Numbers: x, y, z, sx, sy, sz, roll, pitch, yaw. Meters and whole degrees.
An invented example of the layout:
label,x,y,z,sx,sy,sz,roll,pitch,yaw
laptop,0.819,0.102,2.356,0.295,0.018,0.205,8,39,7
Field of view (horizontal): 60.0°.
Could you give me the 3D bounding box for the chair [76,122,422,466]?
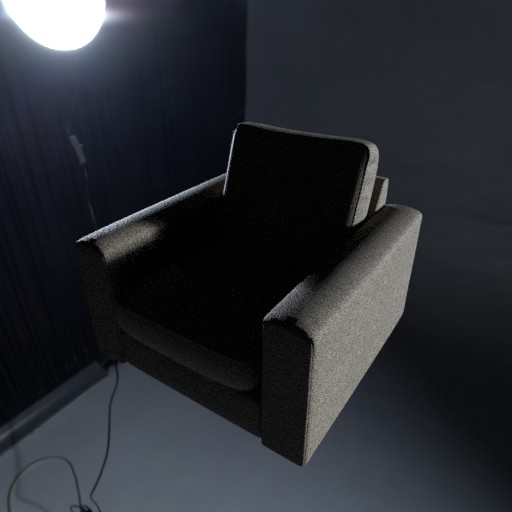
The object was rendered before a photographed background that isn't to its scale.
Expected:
label,x,y,z,sx,sy,sz,roll,pitch,yaw
chair,0.000,0.000,1.784,1.005,0.873,1.016,18,34,29
